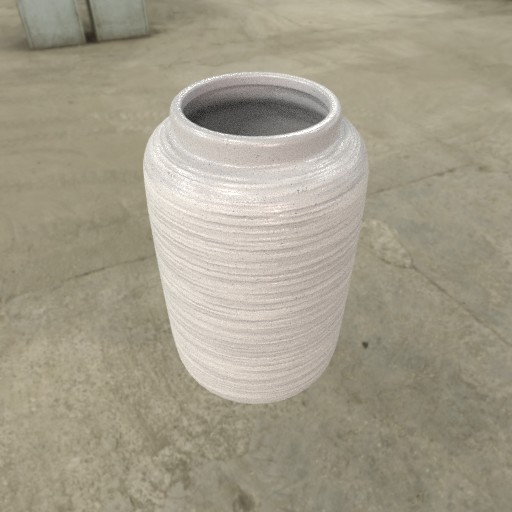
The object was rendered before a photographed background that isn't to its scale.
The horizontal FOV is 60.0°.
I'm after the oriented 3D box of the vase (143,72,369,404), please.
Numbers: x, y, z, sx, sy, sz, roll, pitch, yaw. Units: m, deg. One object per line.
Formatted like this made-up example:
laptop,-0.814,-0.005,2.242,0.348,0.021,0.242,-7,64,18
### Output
vase,0.000,0.000,0.469,0.202,0.335,0.202,0,42,0
